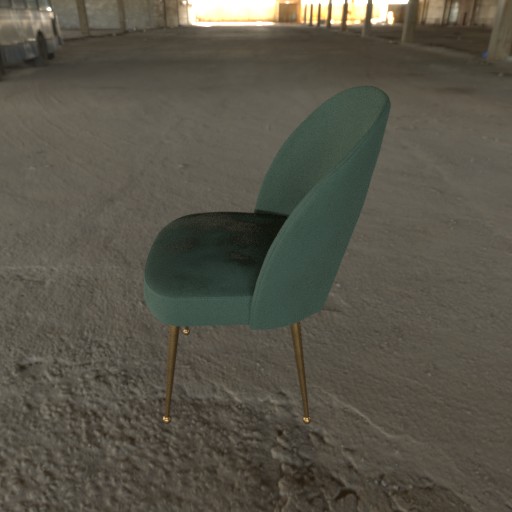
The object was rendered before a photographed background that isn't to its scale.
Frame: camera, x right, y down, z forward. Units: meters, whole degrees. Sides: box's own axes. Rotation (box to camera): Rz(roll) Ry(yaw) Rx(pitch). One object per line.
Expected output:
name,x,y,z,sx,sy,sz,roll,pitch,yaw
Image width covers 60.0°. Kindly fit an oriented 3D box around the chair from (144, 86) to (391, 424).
chair,0.000,0.000,1.212,0.577,0.860,0.527,0,29,0
